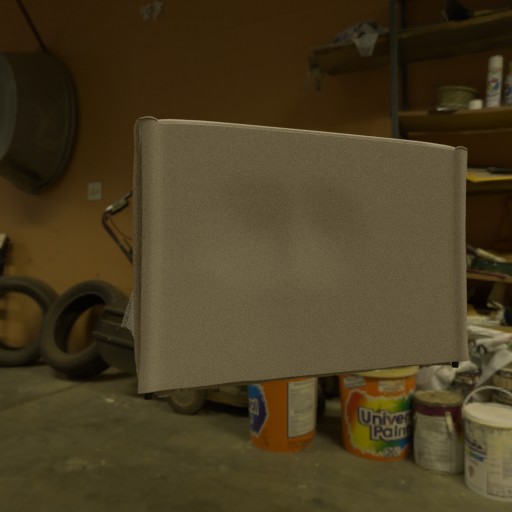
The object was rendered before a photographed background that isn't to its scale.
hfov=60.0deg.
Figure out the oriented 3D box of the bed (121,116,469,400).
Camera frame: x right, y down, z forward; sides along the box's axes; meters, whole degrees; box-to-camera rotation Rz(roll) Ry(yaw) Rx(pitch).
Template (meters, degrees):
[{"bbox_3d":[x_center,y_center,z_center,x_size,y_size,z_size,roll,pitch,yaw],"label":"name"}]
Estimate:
[{"bbox_3d":[0.000,0.000,3.389,1.925,1.332,2.276,0,0,-19],"label":"bed"}]
